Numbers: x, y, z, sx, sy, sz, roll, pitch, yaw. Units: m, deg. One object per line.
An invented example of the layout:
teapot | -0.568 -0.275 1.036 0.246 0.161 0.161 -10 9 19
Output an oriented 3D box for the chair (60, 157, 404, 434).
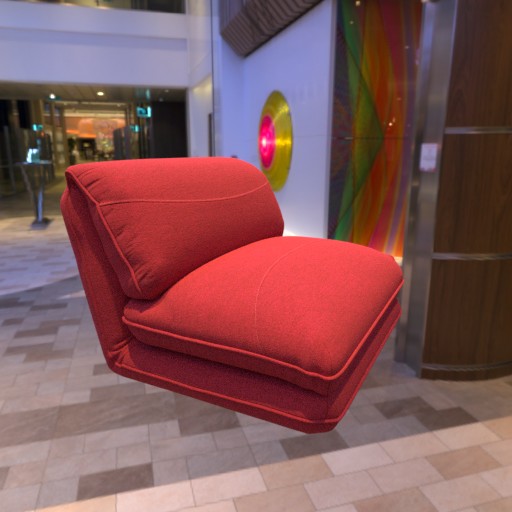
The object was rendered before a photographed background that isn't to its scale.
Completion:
chair | 0.000 0.000 1.353 0.780 0.580 0.820 7 15 27
